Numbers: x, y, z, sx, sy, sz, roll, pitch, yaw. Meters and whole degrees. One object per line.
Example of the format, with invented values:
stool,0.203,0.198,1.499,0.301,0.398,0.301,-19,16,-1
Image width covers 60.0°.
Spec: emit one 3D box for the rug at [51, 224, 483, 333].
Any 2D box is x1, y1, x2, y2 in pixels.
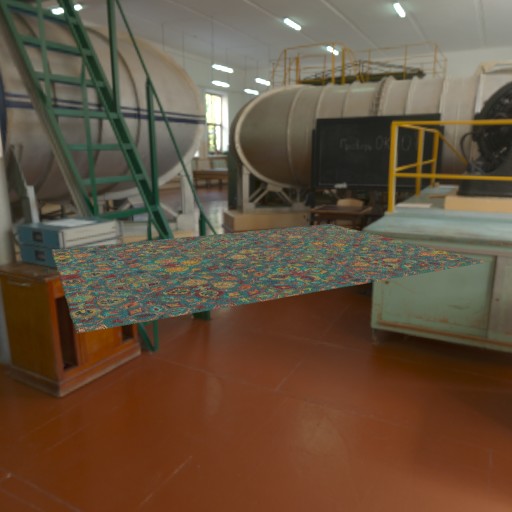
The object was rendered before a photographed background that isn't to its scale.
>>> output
rug,0.000,0.000,2.807,2.290,0.016,1.527,-7,15,-27
